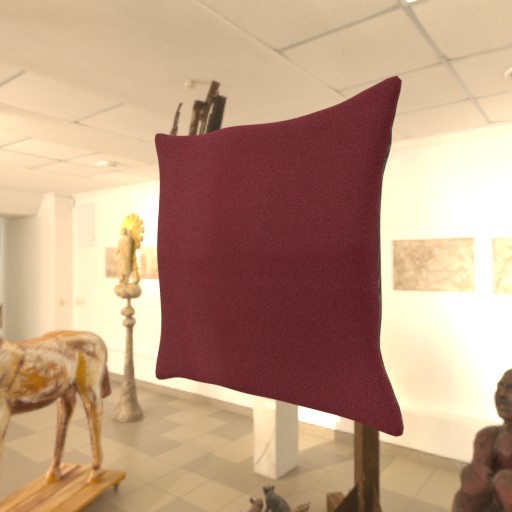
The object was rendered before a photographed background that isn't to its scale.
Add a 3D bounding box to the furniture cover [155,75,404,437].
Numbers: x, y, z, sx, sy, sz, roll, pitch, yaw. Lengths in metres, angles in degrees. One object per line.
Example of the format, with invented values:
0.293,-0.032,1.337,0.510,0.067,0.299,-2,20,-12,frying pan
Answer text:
0.000,0.000,0.777,0.514,0.513,0.163,0,0,37,furniture cover
